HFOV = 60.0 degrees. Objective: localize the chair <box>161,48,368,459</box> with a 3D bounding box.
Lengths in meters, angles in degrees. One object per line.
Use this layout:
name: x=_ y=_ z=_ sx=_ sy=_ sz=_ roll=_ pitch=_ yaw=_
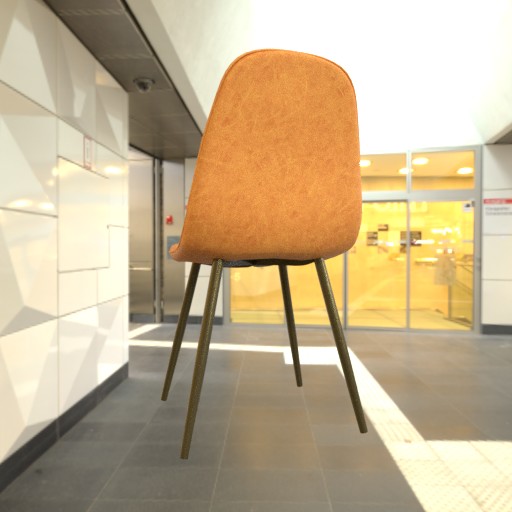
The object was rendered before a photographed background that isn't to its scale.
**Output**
chair: x=0.000 y=0.000 z=1.216 sx=0.472 sy=0.889 sz=0.561 roll=0 pitch=1 yaw=-18
